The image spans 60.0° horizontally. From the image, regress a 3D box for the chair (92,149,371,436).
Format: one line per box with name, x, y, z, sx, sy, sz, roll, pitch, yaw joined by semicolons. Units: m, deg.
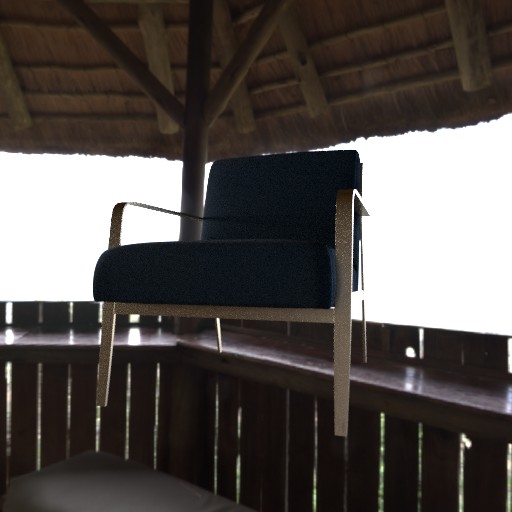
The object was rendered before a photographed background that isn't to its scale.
chair;0.000;0.000;1.455;0.692;0.831;0.859;0;-1;19
